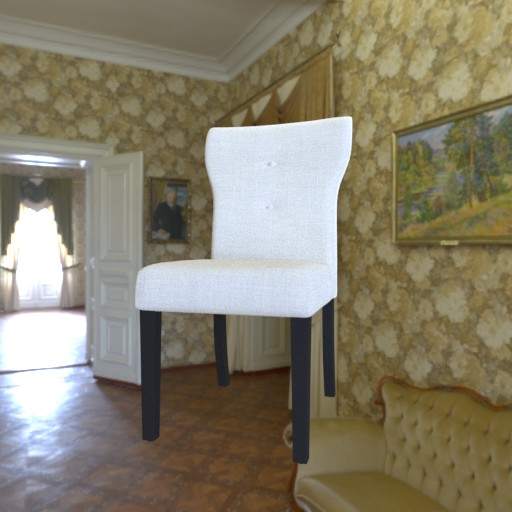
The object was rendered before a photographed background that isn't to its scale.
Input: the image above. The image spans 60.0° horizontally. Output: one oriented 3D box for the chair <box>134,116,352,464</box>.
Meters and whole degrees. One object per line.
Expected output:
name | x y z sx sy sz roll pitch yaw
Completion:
chair | 0.000 0.000 1.299 0.509 0.921 0.597 0 1 18
